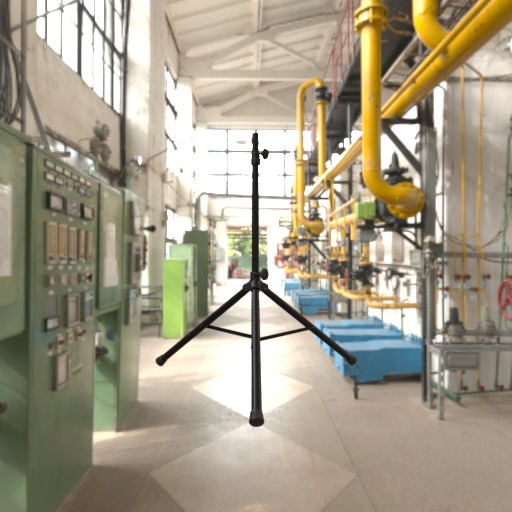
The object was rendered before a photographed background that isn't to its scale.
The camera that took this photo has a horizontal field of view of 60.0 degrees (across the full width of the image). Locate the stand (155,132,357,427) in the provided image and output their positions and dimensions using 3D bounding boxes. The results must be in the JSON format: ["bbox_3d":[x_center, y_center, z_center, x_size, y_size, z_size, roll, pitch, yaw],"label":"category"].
[{"bbox_3d":[0.000,0.000,1.895,1.045,1.136,0.907,0,0,0],"label":"stand"}]
